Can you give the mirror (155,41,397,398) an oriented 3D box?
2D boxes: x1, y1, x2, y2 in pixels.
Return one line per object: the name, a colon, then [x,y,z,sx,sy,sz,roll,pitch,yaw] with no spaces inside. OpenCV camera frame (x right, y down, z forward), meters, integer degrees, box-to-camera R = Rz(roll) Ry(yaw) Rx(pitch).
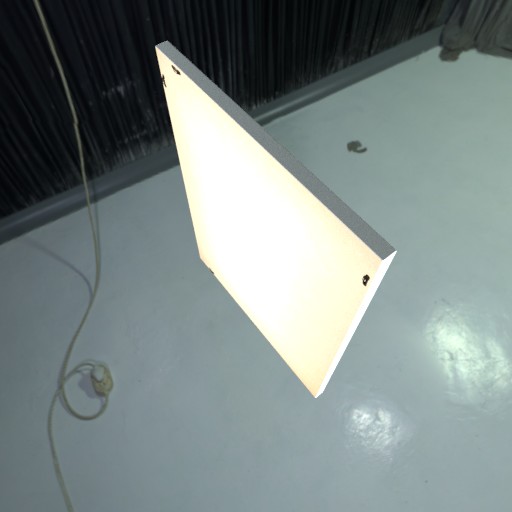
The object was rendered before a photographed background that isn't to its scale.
mirror: [0.000,0.000,1.365,0.040,1.016,0.762,-34,65,-18]
